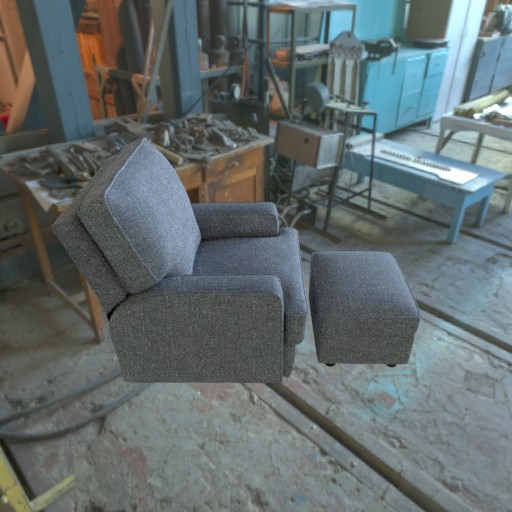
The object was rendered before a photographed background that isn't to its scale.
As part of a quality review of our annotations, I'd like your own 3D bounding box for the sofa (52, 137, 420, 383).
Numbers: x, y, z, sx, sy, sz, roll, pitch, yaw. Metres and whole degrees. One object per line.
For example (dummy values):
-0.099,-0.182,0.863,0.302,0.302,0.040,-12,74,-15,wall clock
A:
0.000,0.000,2.094,1.472,0.959,0.861,0,32,1,sofa
